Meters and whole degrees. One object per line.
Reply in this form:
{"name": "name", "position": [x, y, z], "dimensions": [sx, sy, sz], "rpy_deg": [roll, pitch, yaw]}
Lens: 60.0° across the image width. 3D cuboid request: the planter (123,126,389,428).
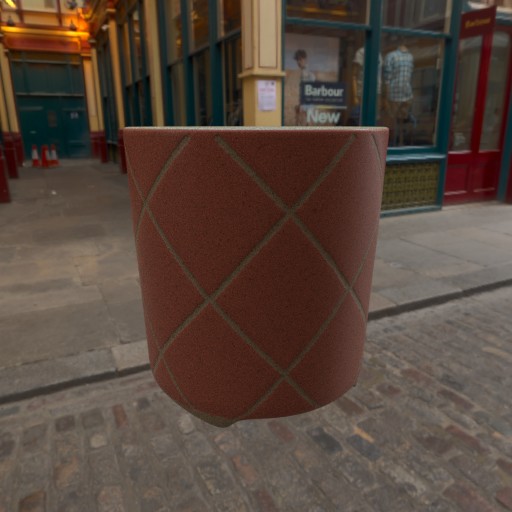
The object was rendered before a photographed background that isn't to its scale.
{"name": "planter", "position": [0.000, 0.000, 0.357], "dimensions": [0.191, 0.200, 0.191], "rpy_deg": [0, 16, 0]}
